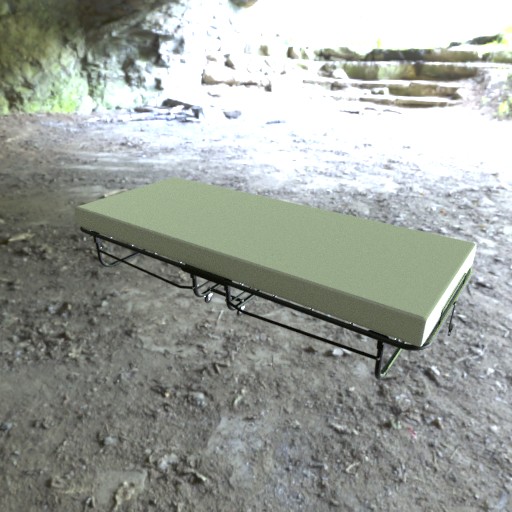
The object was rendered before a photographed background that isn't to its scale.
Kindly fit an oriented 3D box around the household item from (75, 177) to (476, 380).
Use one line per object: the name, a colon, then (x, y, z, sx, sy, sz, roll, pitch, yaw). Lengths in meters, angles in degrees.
household item: (0.000, 0.000, 2.223, 1.905, 0.356, 0.787, 17, 31, 32)
